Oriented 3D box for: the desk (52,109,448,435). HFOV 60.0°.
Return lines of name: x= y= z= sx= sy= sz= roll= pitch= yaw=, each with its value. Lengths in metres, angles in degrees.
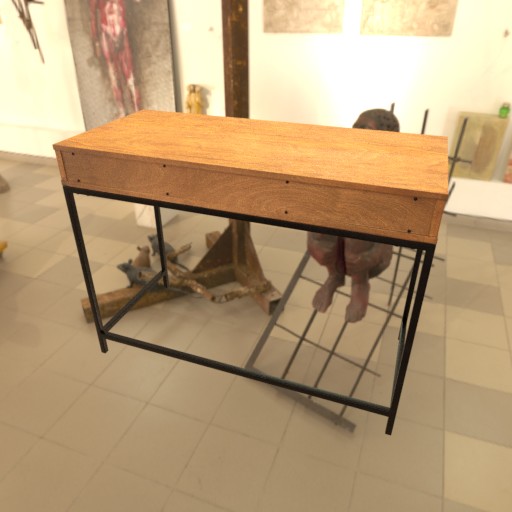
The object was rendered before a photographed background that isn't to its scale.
desk: x=0.000 y=0.000 z=1.445 sx=1.016 sy=0.762 sz=0.470 roll=11 pitch=32 yaw=17
